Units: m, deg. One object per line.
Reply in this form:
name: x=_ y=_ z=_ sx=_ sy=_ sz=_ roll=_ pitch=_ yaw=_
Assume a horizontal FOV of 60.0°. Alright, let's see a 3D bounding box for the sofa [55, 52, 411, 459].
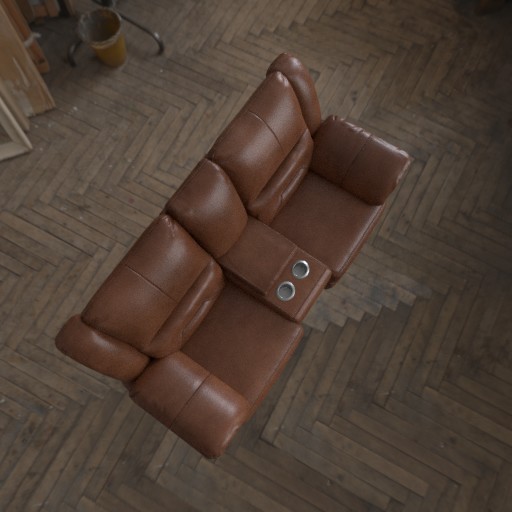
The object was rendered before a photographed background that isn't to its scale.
sofa: x=0.000 y=0.000 z=2.583 sx=0.991 sy=1.043 sz=2.058 roll=33 pitch=77 yaw=9
